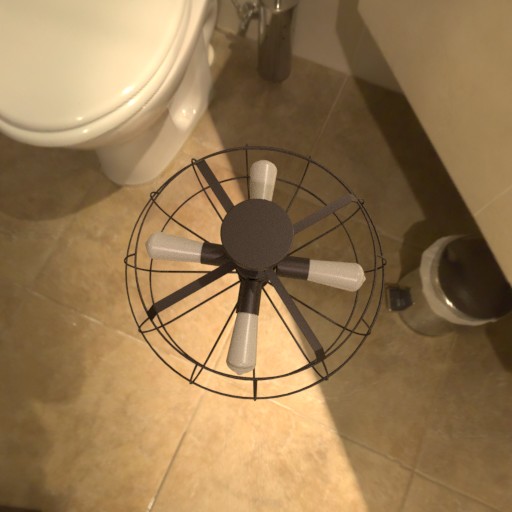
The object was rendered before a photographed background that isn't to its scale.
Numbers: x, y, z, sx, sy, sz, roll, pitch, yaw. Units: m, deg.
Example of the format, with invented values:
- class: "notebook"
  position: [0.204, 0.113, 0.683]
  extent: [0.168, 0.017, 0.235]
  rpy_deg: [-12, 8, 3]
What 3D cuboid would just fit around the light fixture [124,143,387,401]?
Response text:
- class: "light fixture"
  position: [0.000, 0.000, 0.938]
  extent: [0.582, 0.311, 0.582]
  rpy_deg: [0, 74, 0]
